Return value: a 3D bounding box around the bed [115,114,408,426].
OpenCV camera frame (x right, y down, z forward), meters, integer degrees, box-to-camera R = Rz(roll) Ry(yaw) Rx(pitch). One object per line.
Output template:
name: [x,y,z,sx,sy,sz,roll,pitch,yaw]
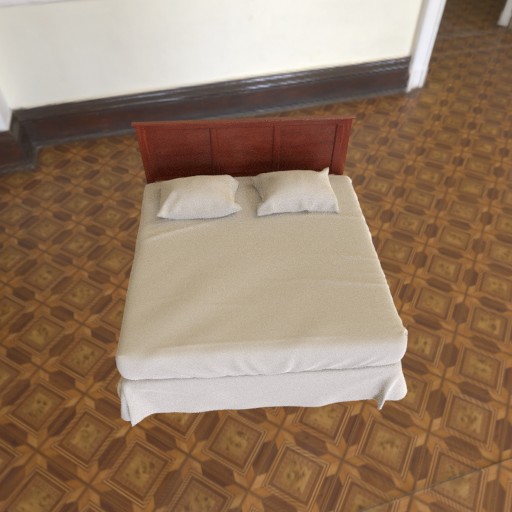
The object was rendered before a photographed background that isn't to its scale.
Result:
bed: [0.000,0.000,3.664,2.314,1.271,2.219,-3,46,-3]
